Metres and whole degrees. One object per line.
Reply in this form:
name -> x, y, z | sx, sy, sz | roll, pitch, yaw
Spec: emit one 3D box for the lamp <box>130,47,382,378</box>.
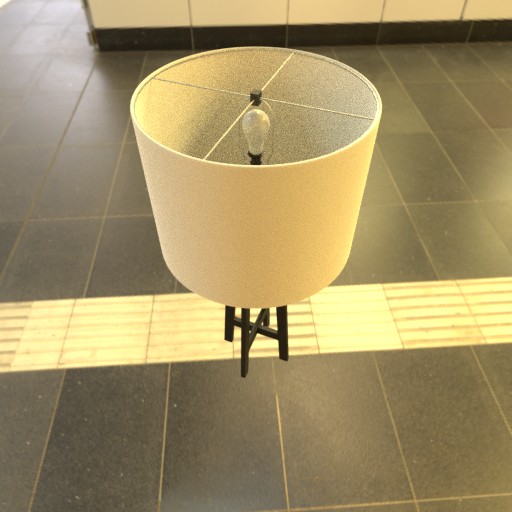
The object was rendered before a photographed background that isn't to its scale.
lamp -> 0.000, 0.000, 0.634 | 0.257, 0.489, 0.257 | -17, 49, -16
